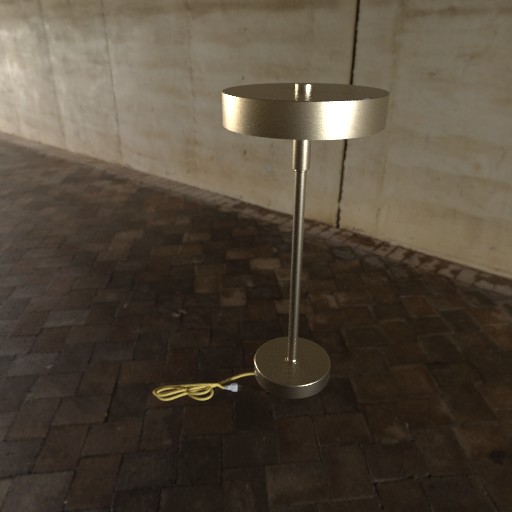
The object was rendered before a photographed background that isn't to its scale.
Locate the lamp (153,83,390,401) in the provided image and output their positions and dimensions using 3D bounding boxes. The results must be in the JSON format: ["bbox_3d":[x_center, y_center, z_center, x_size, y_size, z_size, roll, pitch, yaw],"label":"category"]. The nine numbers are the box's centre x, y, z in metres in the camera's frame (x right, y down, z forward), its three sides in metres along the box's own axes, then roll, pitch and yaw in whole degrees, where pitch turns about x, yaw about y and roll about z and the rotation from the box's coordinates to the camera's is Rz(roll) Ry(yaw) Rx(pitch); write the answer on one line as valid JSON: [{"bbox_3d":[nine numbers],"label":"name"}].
[{"bbox_3d":[0.000,0.000,0.704,0.369,0.508,0.229,-8,27,-16],"label":"lamp"}]
